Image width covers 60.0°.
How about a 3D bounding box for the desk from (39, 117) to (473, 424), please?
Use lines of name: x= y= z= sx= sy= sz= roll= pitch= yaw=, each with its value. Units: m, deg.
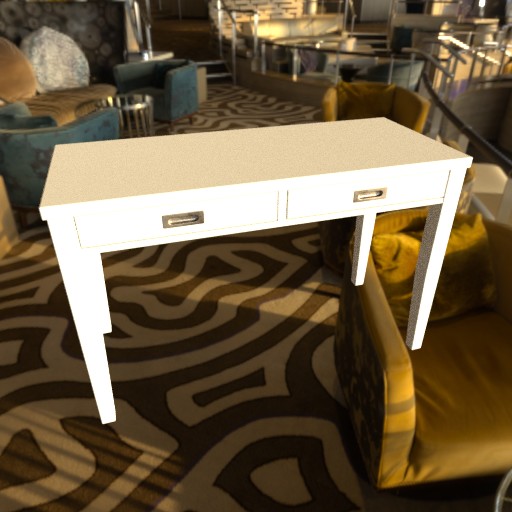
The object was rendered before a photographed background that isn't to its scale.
desk: x=0.000 y=0.000 z=1.594 sx=1.220 sy=0.775 sz=0.508 roll=-9 pitch=32 yaw=-15
